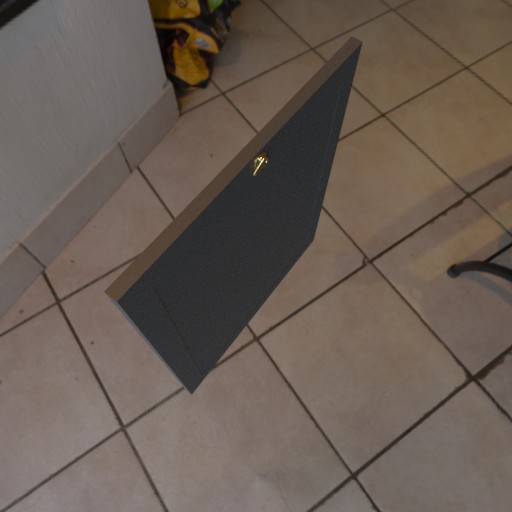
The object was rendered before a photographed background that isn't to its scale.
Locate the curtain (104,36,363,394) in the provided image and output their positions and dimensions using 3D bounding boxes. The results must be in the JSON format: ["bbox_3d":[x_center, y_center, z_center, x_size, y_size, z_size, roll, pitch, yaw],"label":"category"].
[{"bbox_3d":[0.000,0.000,0.799,0.027,0.585,0.483,34,69,15],"label":"curtain"}]
